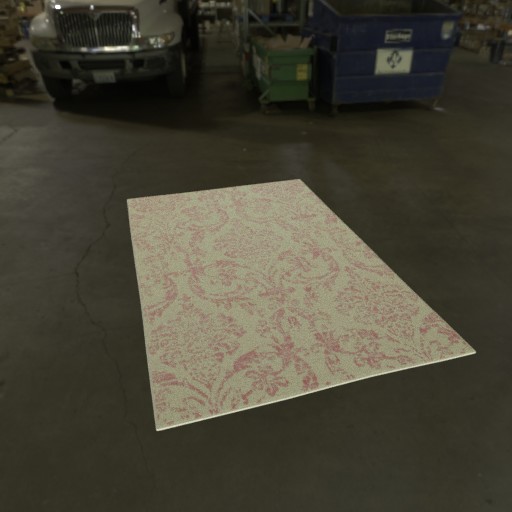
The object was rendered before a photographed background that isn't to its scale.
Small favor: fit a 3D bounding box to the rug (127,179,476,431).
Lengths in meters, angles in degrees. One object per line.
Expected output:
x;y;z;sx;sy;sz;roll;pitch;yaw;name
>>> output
0.000;0.000;2.306;1.219;0.012;1.839;-9;33;-14;rug
